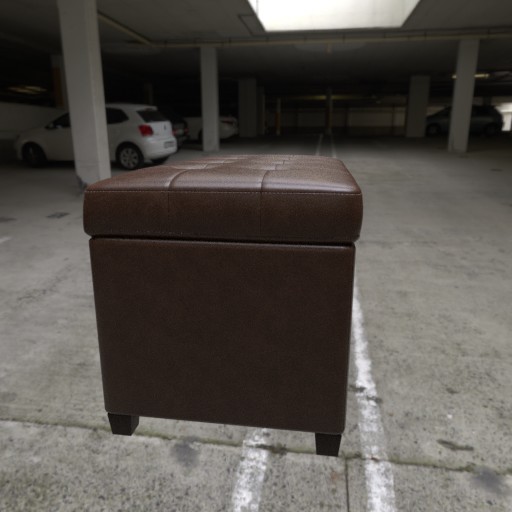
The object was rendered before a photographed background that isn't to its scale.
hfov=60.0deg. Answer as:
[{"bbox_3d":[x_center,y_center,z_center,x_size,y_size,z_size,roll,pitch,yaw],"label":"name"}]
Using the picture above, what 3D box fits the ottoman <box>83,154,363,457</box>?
[{"bbox_3d":[0.000,0.000,1.096,0.432,0.470,0.838,2,15,8],"label":"ottoman"}]
